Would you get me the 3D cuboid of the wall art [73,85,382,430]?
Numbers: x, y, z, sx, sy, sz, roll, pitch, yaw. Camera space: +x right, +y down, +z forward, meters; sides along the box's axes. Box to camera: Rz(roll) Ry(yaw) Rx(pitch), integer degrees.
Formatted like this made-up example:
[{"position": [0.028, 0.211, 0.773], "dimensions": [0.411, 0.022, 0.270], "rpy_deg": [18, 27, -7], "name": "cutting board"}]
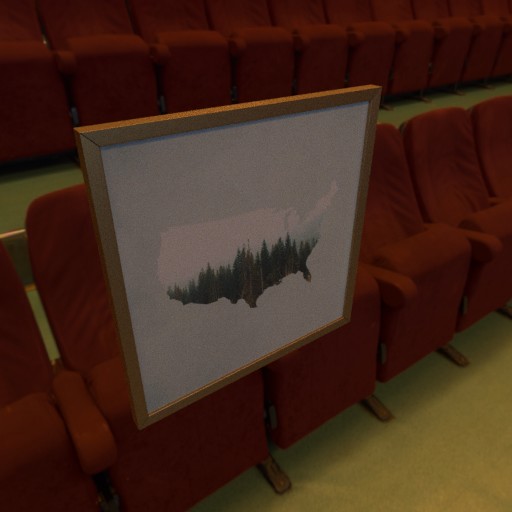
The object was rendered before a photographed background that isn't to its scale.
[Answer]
[{"position": [0.000, 0.000, 1.149], "dimensions": [0.762, 0.762, 0.038], "rpy_deg": [-20, 36, -30], "name": "wall art"}]
